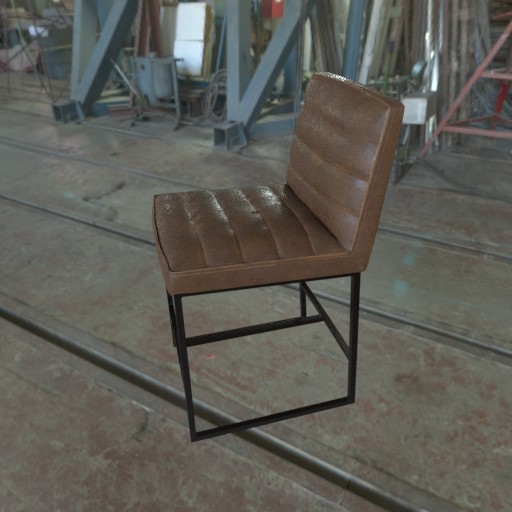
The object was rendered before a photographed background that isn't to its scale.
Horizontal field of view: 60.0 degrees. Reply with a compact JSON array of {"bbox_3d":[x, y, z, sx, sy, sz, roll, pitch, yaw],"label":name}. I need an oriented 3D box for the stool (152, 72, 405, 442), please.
[{"bbox_3d":[0.000,0.000,1.297,0.562,0.942,0.463,-8,32,-14],"label":"stool"}]
